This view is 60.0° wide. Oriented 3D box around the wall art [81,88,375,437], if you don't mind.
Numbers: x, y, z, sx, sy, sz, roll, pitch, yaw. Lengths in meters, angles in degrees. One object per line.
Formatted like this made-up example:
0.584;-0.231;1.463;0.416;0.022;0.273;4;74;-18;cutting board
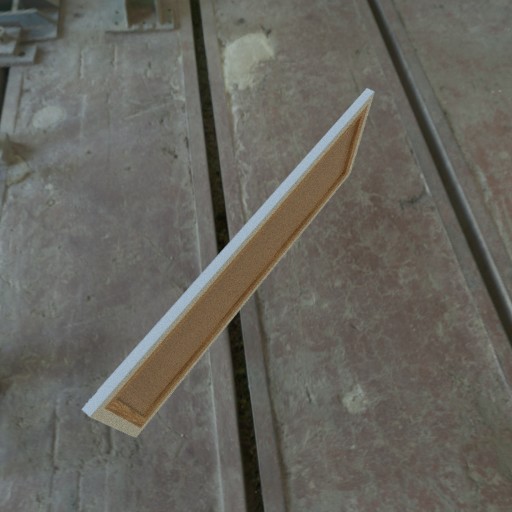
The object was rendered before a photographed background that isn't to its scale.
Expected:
0.000;0.000;1.691;0.039;0.507;1.520;33;67;16;wall art
